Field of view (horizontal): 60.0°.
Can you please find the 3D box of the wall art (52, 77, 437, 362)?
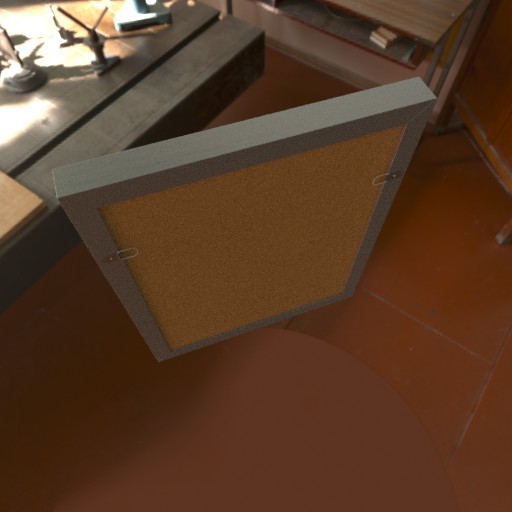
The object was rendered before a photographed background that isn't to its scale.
[{"bbox_3d":[0.000,0.000,0.509,0.308,0.379,0.030,-17,61,-10],"label":"wall art"}]
